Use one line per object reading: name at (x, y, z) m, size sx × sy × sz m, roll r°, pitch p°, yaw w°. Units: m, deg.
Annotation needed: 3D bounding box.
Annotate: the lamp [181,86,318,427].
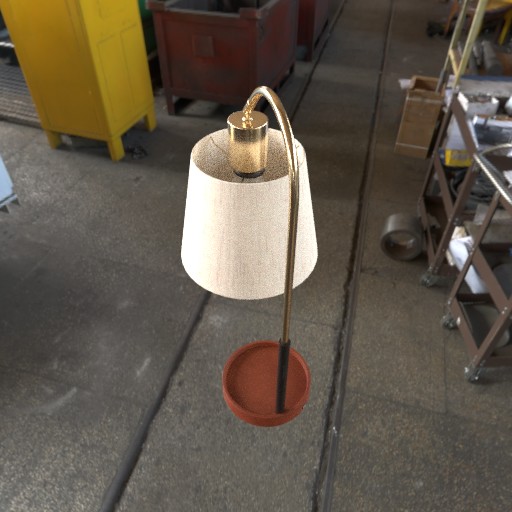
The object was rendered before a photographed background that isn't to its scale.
lamp at (0.000, 0.000, 0.660) m, size 0.211 × 0.536 × 0.273 m, roll -13°, pitch 44°, yaw -14°
